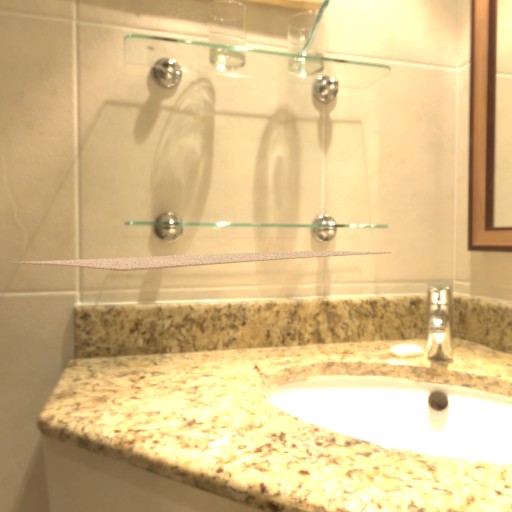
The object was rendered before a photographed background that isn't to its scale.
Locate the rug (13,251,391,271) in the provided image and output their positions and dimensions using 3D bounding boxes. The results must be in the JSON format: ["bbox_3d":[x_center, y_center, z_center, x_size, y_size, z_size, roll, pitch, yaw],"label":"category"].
[{"bbox_3d":[0.000,0.000,2.532,0.712,0.013,2.346,2,3,37],"label":"rug"}]
